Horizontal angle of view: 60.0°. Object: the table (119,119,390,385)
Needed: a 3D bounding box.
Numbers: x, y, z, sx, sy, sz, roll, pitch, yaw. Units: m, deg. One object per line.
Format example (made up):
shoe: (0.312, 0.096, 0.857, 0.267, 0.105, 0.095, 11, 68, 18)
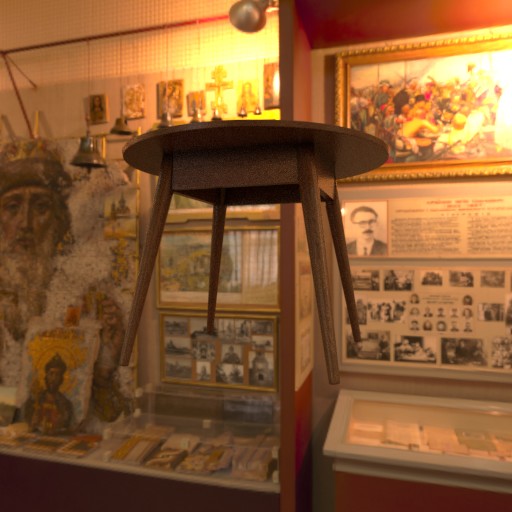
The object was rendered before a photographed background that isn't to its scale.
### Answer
table: (0.000, 0.000, 1.812, 1.053, 0.786, 1.053, 0, -1, 0)
